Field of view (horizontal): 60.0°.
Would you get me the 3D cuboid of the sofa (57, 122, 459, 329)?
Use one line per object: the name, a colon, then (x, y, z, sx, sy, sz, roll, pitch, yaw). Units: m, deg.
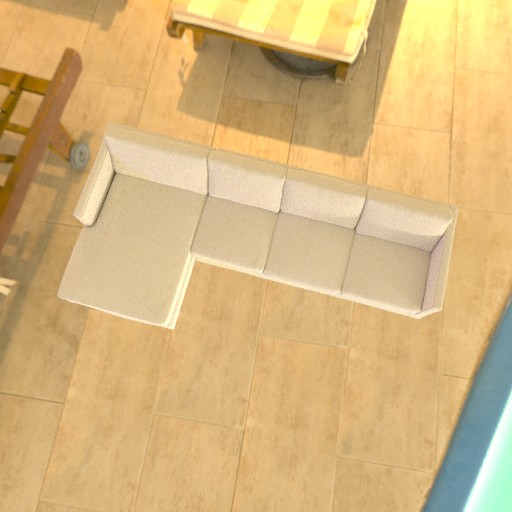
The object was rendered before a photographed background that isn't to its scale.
sofa: (0.000, 0.000, 3.931, 3.186, 0.846, 1.625, 15, 75, 4)
